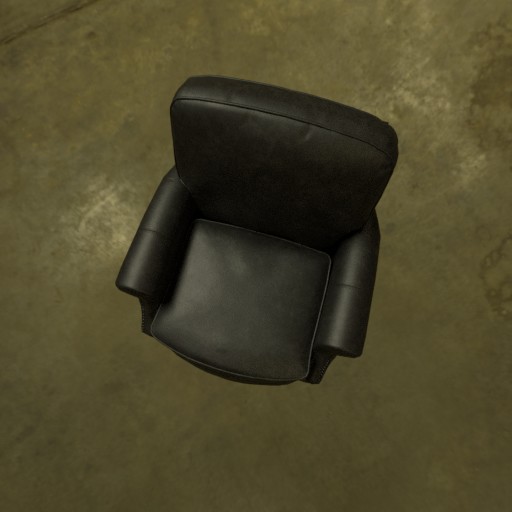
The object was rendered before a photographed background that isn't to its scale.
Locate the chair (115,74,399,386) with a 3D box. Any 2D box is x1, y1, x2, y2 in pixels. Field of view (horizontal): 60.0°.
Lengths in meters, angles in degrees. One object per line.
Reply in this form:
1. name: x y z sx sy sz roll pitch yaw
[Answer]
1. chair: 0.000 0.000 1.738 0.936 1.018 0.986 16 76 4
